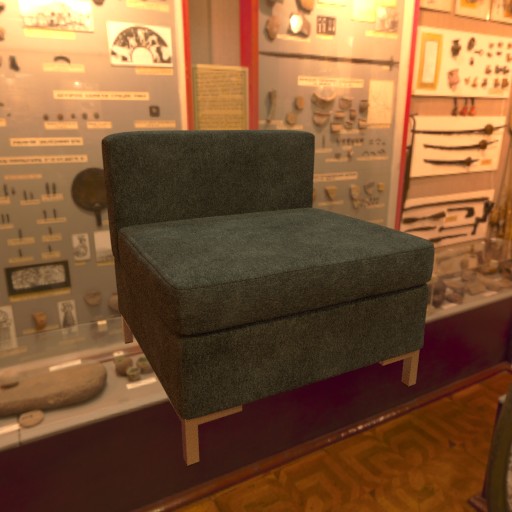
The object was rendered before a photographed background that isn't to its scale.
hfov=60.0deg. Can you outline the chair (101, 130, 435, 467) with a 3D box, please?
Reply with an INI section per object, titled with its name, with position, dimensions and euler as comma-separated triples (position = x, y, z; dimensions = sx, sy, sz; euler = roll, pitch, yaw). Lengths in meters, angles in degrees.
[chair]
position = 0.000, 0.000, 1.219
dimensions = 0.680, 0.660, 0.680
euler = -9, 19, -26
